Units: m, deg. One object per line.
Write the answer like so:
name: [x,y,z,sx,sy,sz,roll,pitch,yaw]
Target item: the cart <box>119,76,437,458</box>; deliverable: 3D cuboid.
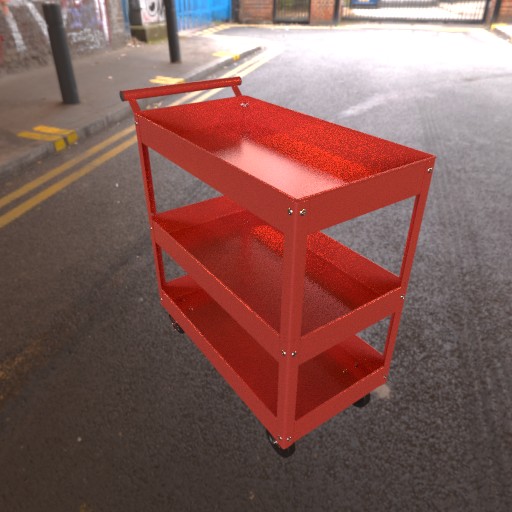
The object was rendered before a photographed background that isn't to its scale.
cart: [0.000,0.000,1.195,0.366,0.780,0.719,-20,37,-29]
